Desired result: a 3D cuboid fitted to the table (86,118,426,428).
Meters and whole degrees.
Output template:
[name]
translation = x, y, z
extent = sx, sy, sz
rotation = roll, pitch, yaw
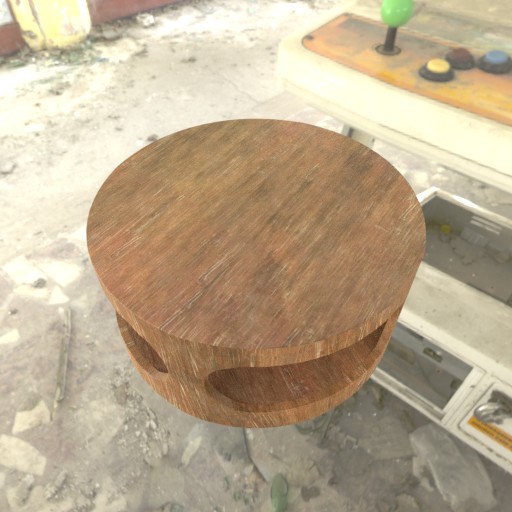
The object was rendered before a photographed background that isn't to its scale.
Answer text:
[table]
translation = 0.000, 0.000, 1.477
extent = 0.974, 0.450, 0.974
rotation = 0, 47, 0
